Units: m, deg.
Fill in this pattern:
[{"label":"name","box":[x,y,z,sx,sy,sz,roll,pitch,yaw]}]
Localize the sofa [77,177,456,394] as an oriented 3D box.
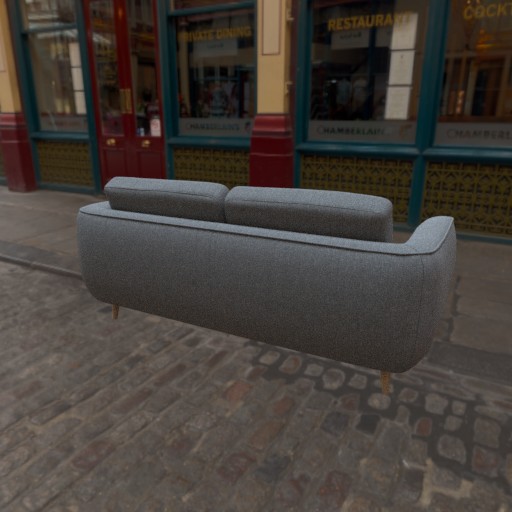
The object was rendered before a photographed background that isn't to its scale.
[{"label":"sofa","box":[0.000,0.000,2.480,2.000,0.870,0.920,9,19,27]}]
